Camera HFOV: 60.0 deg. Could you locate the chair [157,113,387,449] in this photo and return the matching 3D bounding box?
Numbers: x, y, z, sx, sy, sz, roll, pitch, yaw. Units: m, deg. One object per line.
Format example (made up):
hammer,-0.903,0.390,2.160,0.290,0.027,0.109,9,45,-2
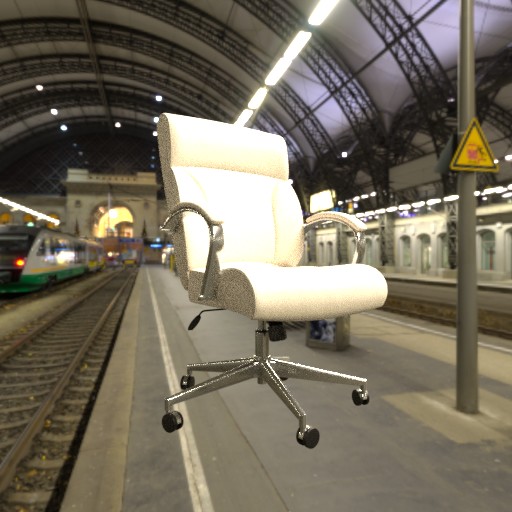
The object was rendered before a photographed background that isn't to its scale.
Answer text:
chair,0.000,0.000,1.604,0.727,1.099,0.745,0,0,-35
